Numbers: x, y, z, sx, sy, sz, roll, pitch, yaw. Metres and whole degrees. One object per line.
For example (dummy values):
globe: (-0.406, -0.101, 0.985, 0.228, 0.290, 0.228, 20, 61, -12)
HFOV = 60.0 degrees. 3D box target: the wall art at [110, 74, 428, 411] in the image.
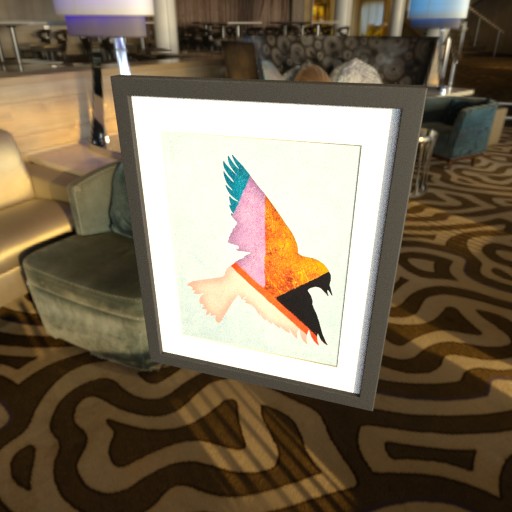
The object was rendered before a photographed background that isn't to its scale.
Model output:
wall art: (0.000, 0.000, 0.753, 0.457, 0.558, 0.028, 8, 29, 15)
